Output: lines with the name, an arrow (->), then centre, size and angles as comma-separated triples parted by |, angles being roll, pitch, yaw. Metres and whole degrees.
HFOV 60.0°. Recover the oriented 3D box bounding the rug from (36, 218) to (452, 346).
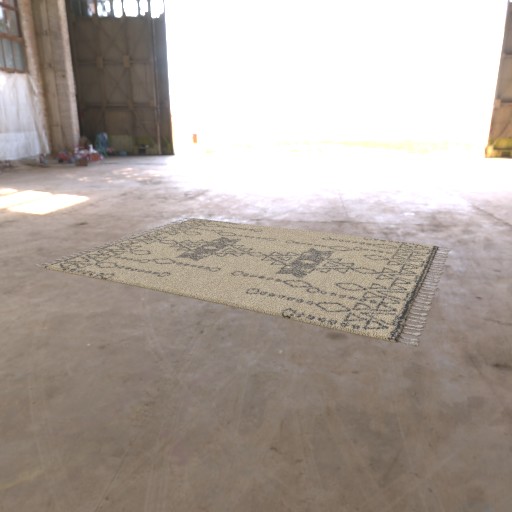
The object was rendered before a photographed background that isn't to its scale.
rug -> 0.000, 0.000, 3.894 | 3.027, 0.028, 2.125 | 8, 19, 26
